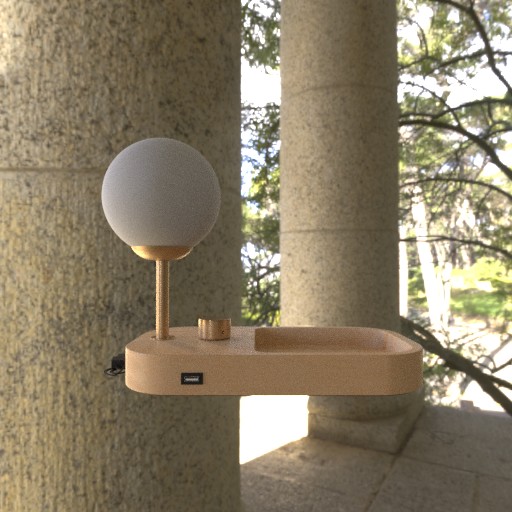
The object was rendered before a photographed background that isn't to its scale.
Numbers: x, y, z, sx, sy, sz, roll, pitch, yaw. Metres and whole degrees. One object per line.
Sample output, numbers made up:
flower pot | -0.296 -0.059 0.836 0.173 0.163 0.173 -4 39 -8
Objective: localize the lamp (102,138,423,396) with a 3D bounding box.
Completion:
lamp | 0.000 0.000 0.480 0.331 0.253 0.173 0 -1 0
